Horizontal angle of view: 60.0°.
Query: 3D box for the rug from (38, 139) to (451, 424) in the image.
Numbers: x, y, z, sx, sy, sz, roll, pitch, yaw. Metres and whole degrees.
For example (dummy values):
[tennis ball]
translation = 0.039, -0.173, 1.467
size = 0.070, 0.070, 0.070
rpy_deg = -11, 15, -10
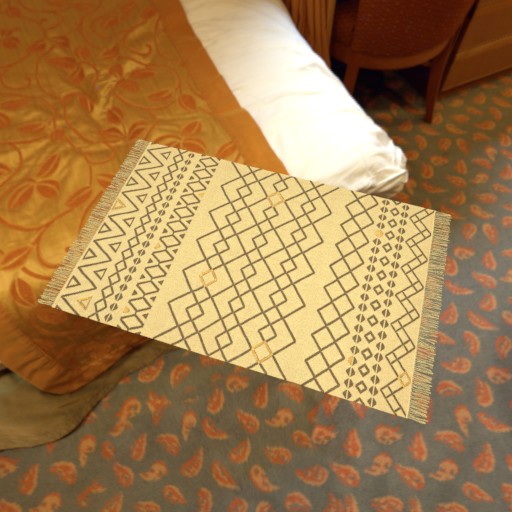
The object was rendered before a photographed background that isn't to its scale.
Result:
[rug]
translation = 0.000, 0.000, 2.990
size = 2.472, 0.035, 1.495
rpy_deg = 15, 61, 9
